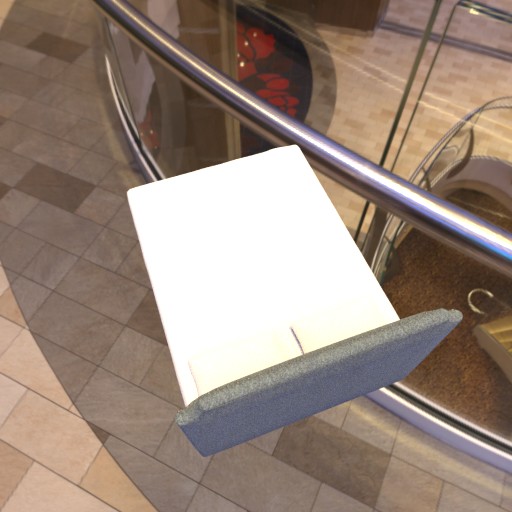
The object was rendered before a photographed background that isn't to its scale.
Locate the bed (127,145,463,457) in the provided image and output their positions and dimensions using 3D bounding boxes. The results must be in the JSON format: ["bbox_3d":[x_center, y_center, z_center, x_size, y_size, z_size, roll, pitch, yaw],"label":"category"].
[{"bbox_3d":[0.000,0.000,3.468,1.712,1.443,2.372,-17,60,-11],"label":"bed"}]
